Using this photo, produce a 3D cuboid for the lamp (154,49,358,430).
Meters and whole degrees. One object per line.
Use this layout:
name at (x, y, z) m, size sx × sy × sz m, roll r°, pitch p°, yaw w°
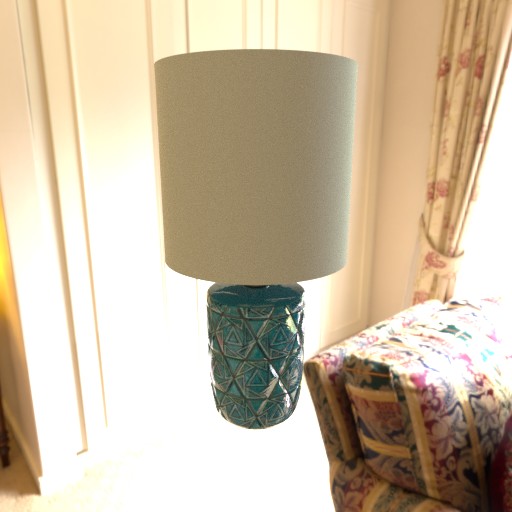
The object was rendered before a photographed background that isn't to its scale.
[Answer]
lamp at (0.000, 0.000, 0.478) m, size 0.193 × 0.377 × 0.193 m, roll 3°, pitch 16°, yaw 11°
